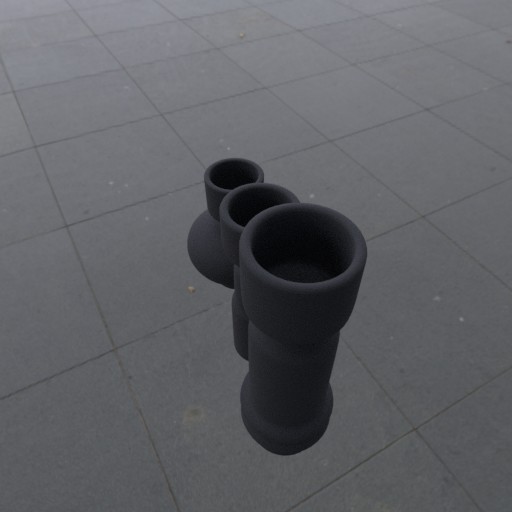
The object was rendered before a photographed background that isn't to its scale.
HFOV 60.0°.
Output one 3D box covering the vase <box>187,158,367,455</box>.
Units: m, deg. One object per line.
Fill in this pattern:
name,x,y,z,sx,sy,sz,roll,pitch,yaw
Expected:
vase,0.000,0.000,0.424,0.120,0.249,0.307,-10,47,-10
